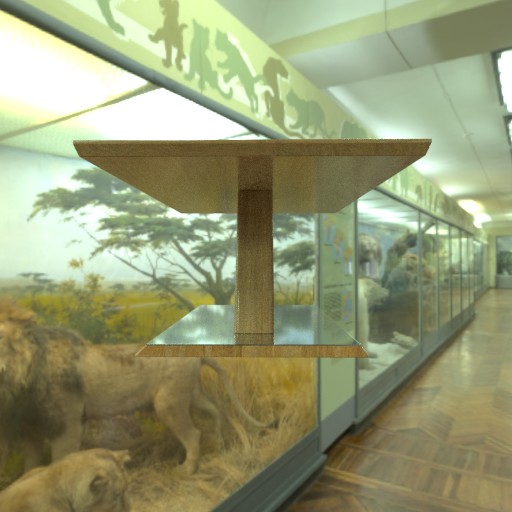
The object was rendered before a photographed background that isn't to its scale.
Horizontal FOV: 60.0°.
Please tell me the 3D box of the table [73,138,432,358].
[{"bbox_3d":[0.000,0.000,1.400,0.692,0.441,1.100,0,0,1],"label":"table"}]
